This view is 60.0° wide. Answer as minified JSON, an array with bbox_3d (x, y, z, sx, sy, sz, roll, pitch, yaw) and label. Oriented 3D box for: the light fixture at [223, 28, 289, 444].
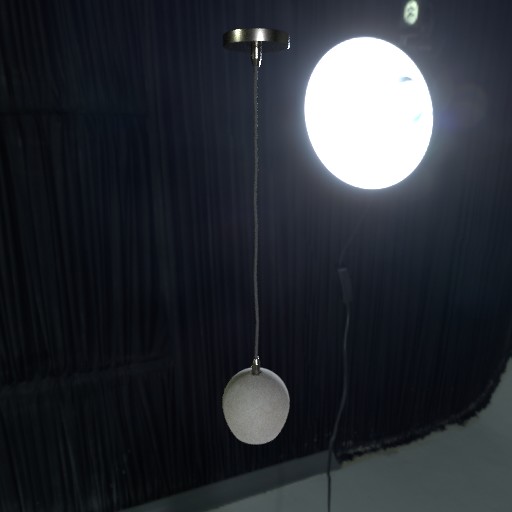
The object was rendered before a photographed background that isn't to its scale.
[{"bbox_3d":[0.000,0.000,0.842,0.139,0.764,0.139,-7,17,-25],"label":"light fixture"}]
